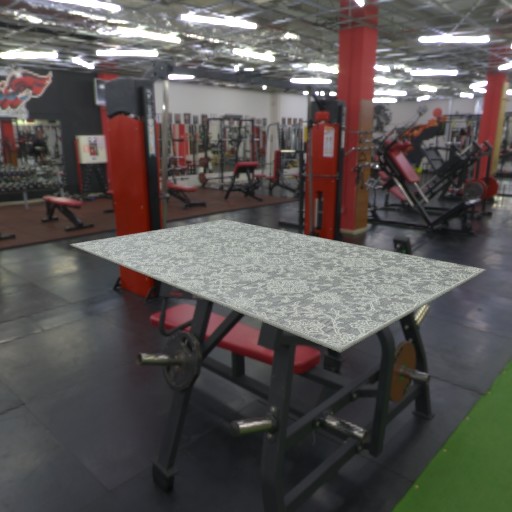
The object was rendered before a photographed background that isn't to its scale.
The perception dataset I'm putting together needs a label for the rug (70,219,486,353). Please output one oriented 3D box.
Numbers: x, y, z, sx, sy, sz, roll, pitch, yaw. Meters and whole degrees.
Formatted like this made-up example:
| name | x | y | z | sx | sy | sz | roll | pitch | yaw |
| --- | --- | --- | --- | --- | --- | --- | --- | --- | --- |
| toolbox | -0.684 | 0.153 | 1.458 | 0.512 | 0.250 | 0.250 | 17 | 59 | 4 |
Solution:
| name | x | y | z | sx | sy | sz | roll | pitch | yaw |
| --- | --- | --- | --- | --- | --- | --- | --- | --- | --- |
| rug | 0.000 | 0.000 | 3.002 | 1.515 | 0.010 | 2.430 | -14 | 20 | -43 |
